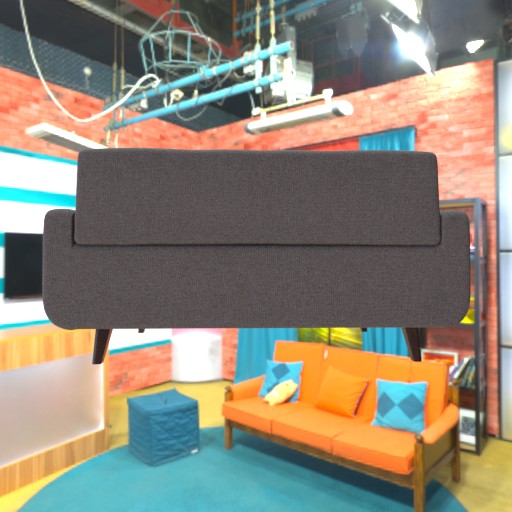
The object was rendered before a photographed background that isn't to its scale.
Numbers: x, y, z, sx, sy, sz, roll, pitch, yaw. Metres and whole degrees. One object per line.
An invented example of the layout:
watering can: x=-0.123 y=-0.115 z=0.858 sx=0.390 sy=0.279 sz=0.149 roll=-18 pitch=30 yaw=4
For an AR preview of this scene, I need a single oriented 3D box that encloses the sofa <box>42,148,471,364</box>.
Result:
sofa: x=0.000 y=0.000 z=2.125 sx=1.631 sy=0.841 sz=0.909 roll=0 pitch=-1 yaw=-2
